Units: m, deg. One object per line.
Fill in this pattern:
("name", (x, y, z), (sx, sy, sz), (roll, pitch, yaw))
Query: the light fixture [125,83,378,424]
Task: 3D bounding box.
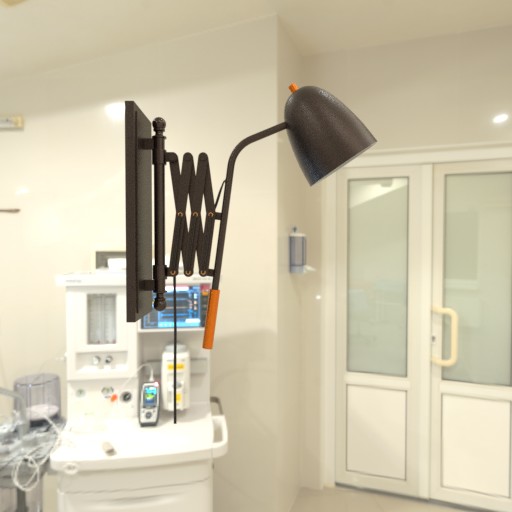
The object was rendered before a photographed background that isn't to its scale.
("light fixture", (0.000, 0.000, 0.926), (0.499, 0.715, 0.162), (0, 1, -1))
